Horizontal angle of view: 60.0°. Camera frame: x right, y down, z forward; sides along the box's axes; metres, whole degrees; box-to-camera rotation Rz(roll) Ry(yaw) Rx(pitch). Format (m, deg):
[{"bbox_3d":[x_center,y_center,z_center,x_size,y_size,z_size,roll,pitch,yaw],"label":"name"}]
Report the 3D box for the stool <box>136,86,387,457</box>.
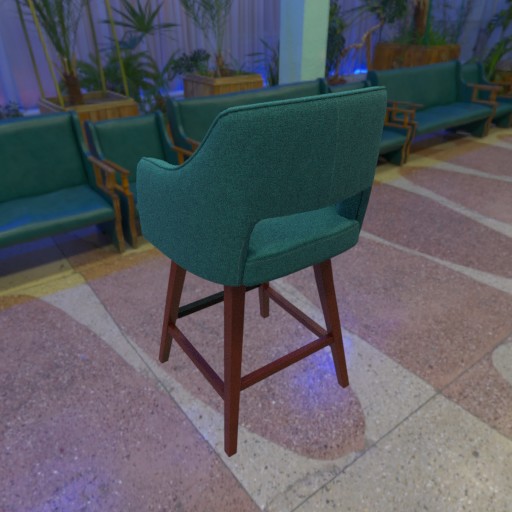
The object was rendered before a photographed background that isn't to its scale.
[{"bbox_3d":[0.000,0.000,1.268,0.548,0.961,0.556,-19,35,-30],"label":"stool"}]
